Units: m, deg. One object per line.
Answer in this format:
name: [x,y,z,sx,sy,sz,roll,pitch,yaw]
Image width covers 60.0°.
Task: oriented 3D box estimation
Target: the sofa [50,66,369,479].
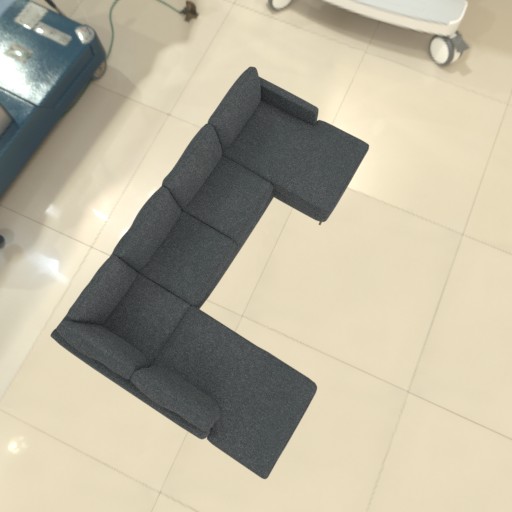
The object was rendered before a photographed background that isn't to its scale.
sofa: [0.000,0.000,3.830,2.007,0.813,2.956,31,76,8]
